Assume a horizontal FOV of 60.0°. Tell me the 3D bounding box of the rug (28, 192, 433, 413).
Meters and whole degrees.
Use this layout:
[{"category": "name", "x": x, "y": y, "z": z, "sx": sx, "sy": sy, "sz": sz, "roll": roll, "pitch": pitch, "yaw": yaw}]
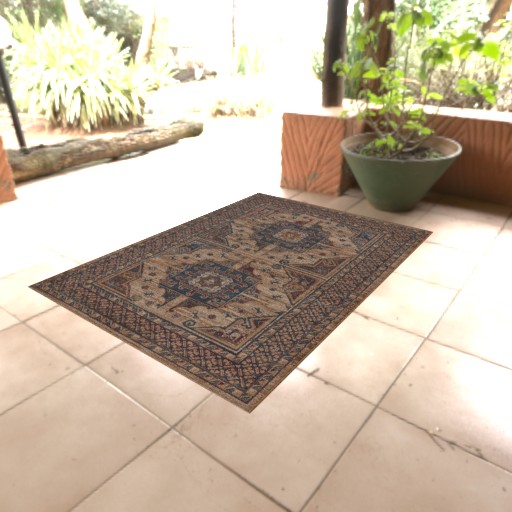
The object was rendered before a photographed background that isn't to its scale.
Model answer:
[{"category": "rug", "x": 0.000, "y": 0.000, "z": 2.912, "sx": 1.611, "sy": 0.008, "sz": 2.227, "roll": 18, "pitch": 31, "yaw": 33}]
